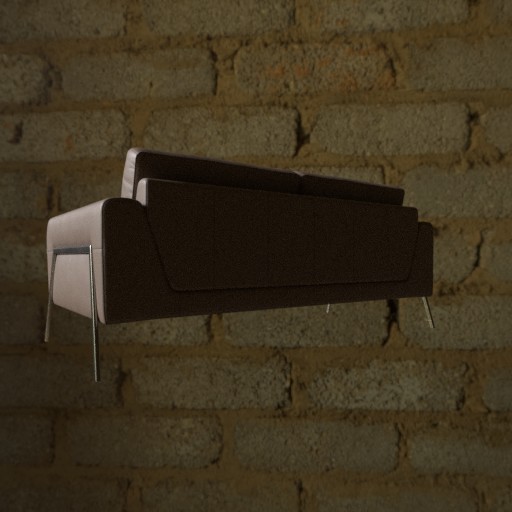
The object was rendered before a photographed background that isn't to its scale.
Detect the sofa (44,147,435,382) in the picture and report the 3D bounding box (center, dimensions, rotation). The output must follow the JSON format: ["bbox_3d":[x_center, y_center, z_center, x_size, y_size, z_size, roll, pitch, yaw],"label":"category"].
[{"bbox_3d":[0.000,0.000,2.491,2.017,0.875,0.953,0,0,-36],"label":"sofa"}]
